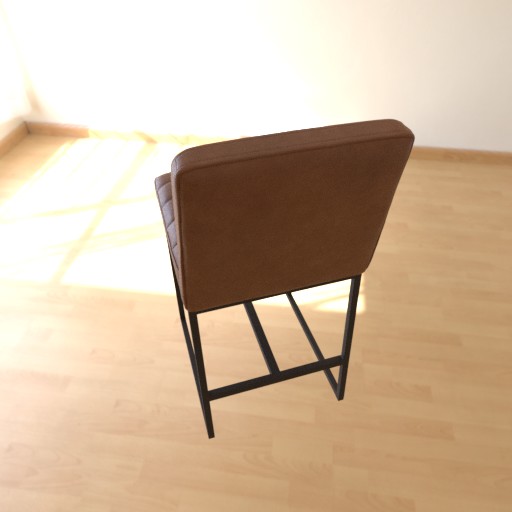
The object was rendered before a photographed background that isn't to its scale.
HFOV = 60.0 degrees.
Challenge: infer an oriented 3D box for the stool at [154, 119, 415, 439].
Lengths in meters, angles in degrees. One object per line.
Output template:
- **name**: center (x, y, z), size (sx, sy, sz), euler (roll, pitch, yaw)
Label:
- **stool**: center (0.000, 0.000, 1.218), size (0.458, 0.940, 0.556), euler (-12, 43, -13)
